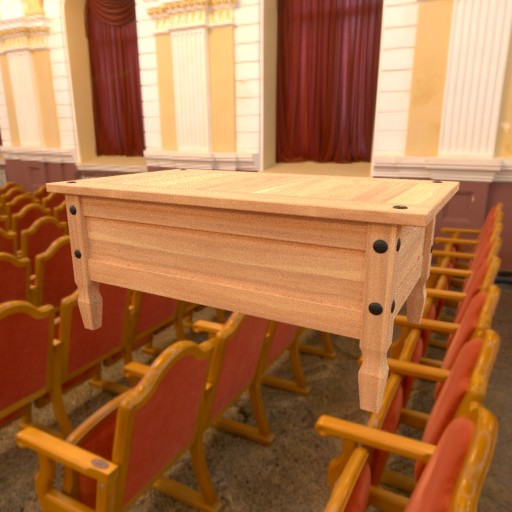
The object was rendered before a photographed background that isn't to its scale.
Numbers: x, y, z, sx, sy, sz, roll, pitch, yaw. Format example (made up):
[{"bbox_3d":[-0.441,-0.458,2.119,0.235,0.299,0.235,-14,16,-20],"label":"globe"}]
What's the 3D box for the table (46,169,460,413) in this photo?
[{"bbox_3d":[0.000,0.000,1.304,1.000,0.437,0.600,8,18,28],"label":"table"}]
